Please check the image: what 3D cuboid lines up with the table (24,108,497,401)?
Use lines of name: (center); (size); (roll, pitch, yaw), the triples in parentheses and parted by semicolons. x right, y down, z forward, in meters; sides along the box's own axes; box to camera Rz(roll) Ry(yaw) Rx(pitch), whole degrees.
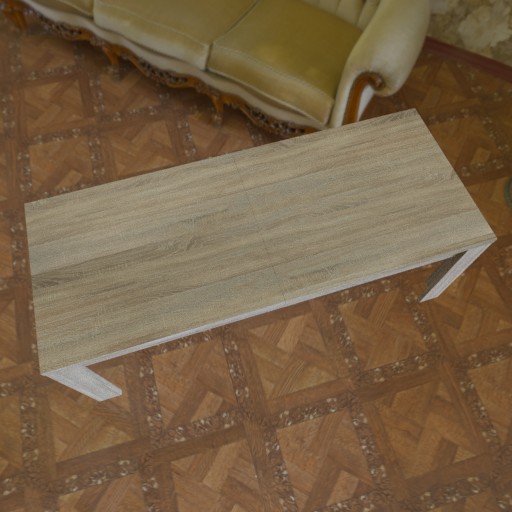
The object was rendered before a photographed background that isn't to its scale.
table: (0.000, 0.000, 2.572); (2.200, 0.790, 0.900); (-16, 65, -8)
